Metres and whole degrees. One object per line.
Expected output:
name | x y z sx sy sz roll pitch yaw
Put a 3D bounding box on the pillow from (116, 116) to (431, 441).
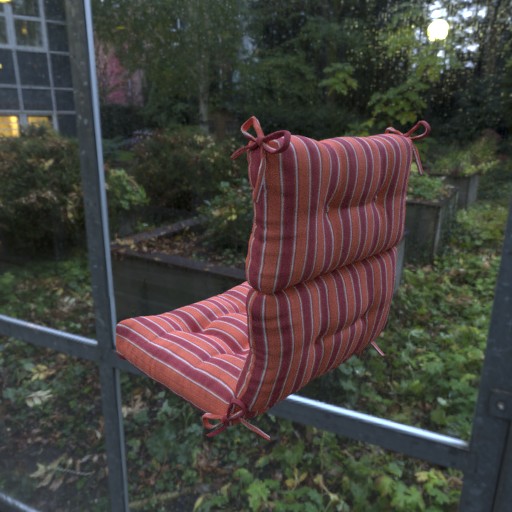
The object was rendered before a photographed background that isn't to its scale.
pillow | 0.000 0.000 1.031 0.571 0.605 0.519 15 22 42
